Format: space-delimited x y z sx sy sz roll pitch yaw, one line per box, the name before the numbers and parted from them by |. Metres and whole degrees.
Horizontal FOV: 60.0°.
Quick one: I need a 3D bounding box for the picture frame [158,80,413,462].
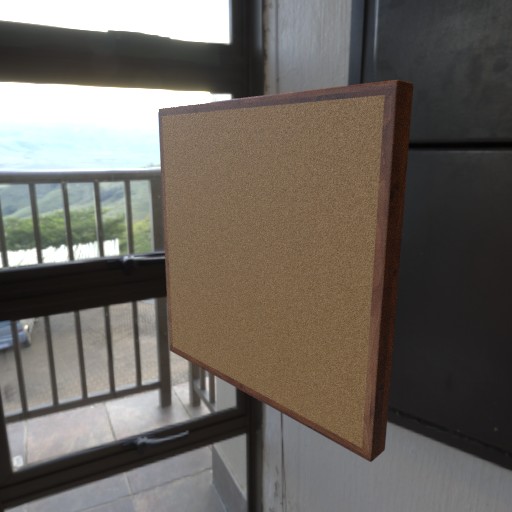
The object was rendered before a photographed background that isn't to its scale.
picture frame | 0.000 0.000 0.528 0.028 0.356 0.352 -13 19 -43
